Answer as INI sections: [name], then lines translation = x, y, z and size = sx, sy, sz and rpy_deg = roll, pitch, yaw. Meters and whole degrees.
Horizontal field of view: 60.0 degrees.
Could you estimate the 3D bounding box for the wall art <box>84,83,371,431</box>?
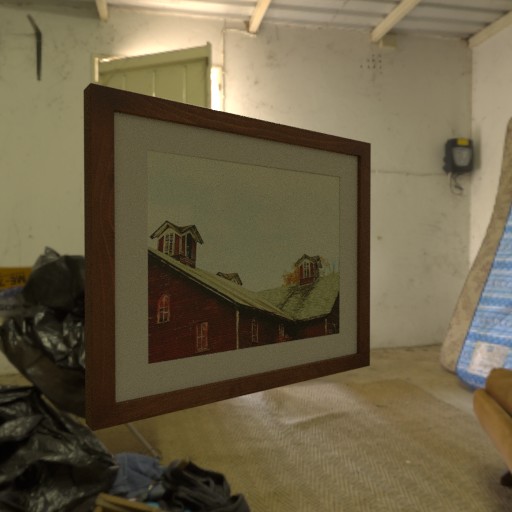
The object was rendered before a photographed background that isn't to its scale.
[wall art]
translation = 0.000, 0.000, 0.759
size = 0.558, 0.457, 0.033
rpy_deg = -1, 1, -36
